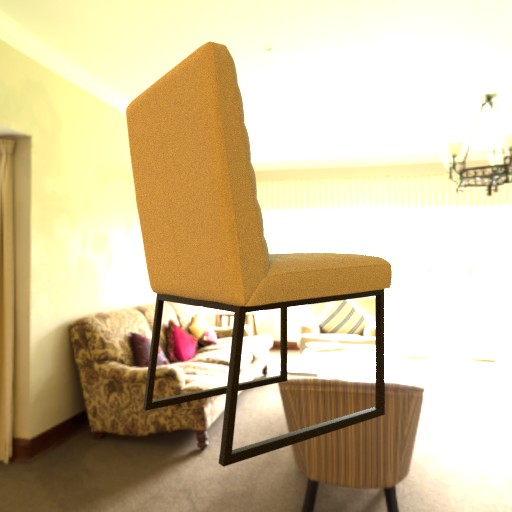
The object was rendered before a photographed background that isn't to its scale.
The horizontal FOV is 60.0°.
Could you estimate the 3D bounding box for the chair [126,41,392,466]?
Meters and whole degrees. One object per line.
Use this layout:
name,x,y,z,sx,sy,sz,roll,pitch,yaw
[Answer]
chair,0.000,0.000,1.312,0.634,0.930,0.520,0,0,-36
